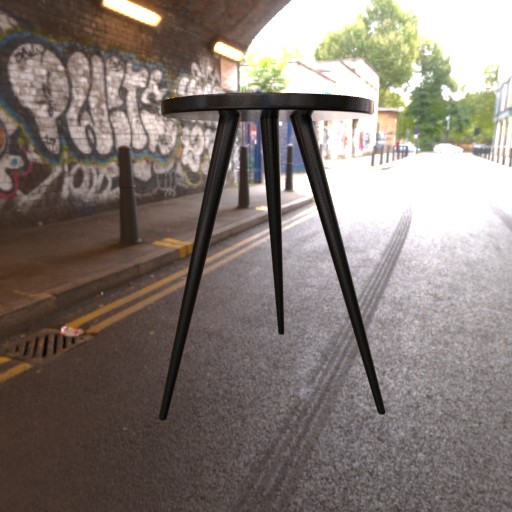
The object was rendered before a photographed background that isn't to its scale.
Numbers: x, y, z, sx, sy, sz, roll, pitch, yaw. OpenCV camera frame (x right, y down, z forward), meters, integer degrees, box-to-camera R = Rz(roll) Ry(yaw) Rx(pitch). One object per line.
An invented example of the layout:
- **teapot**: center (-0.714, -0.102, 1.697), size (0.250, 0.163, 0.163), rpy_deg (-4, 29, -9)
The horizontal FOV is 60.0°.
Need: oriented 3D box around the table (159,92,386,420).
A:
- **table**: center (0.000, 0.000, 0.838), size (0.415, 0.548, 0.403), rpy_deg (-7, 16, -27)
